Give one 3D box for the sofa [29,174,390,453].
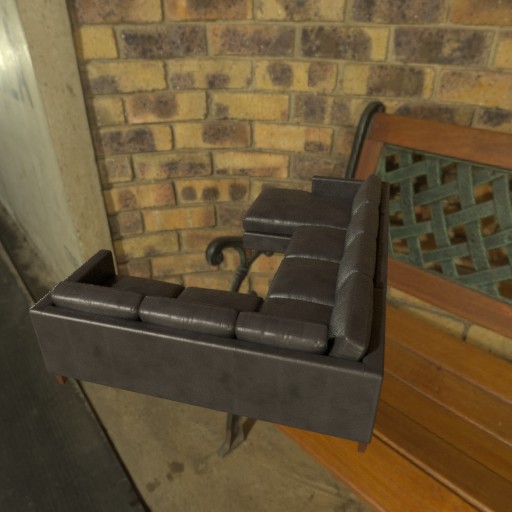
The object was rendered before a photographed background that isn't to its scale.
[{"bbox_3d":[0.000,0.000,4.384,2.452,0.891,3.324,8,31,13],"label":"sofa"}]
